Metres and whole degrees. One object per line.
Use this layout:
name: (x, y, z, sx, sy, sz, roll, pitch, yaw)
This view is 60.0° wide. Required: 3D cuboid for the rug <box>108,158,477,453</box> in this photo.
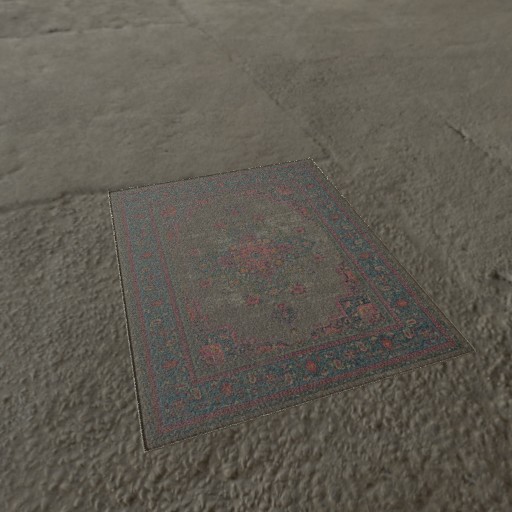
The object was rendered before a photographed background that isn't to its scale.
rug: (0.000, 0.000, 4.071, 2.434, 0.013, 3.057, -12, 42, -14)
